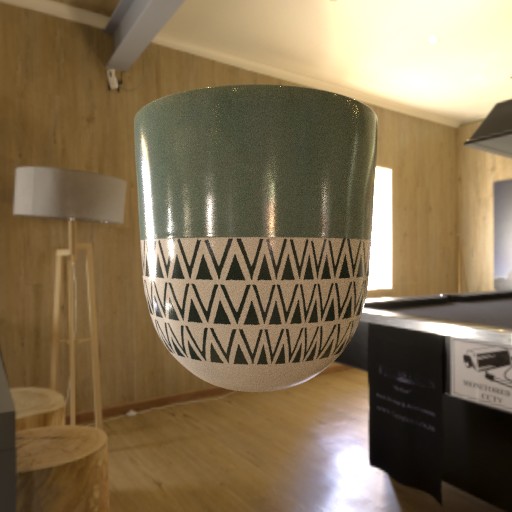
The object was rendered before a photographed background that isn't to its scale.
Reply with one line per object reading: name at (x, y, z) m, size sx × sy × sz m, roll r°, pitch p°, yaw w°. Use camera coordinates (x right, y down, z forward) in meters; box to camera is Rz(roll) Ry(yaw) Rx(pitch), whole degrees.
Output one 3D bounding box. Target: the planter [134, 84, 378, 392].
planter at (0.000, 0.000, 0.374) m, size 0.198 × 0.214 × 0.198 m, roll 0°, pitch 0°, yaw 0°
